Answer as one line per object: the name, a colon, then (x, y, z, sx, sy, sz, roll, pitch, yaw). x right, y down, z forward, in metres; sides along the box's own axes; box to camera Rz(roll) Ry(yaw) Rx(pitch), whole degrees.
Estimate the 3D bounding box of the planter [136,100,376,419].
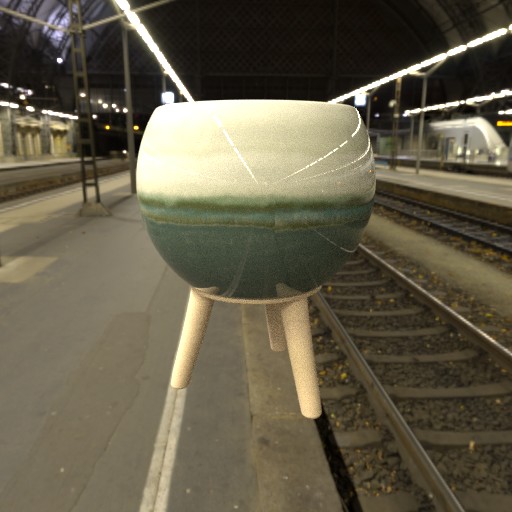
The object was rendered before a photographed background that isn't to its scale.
planter: (0.000, 0.000, 0.441, 0.222, 0.278, 0.222, 0, 14, 0)
